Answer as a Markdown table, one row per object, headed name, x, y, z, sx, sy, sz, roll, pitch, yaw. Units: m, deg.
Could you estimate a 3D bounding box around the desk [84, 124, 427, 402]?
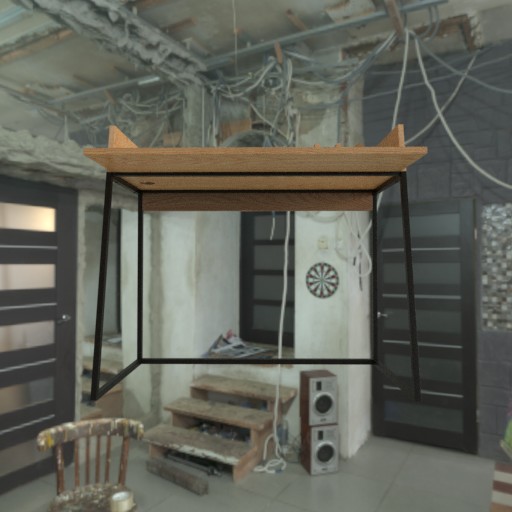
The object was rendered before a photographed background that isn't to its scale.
| name | x | y | z | sx | sy | sz | roll | pitch | yaw |
| --- | --- | --- | --- | --- | --- | --- | --- | --- | --- |
| desk | 0.000 | 0.000 | 1.856 | 1.191 | 1.061 | 0.769 | 0 | -1 | 1 |
